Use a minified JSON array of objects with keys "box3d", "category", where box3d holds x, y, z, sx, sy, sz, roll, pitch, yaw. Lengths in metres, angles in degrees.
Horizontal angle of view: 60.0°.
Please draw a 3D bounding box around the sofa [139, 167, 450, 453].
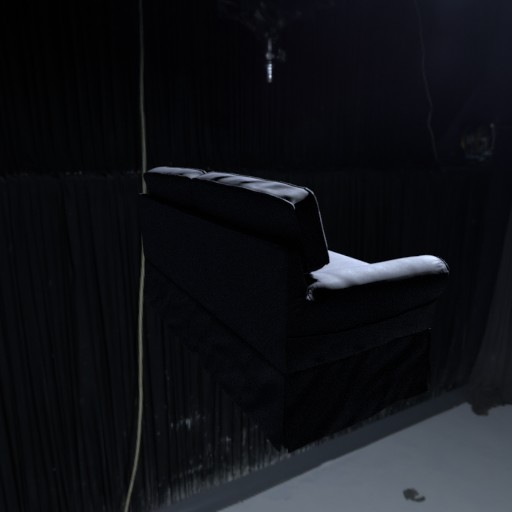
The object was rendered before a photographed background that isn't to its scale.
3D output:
[{"box3d":[0.000,0.000,2.846,0.983,1.094,2.256,-7,16,-27],"category":"sofa"}]
